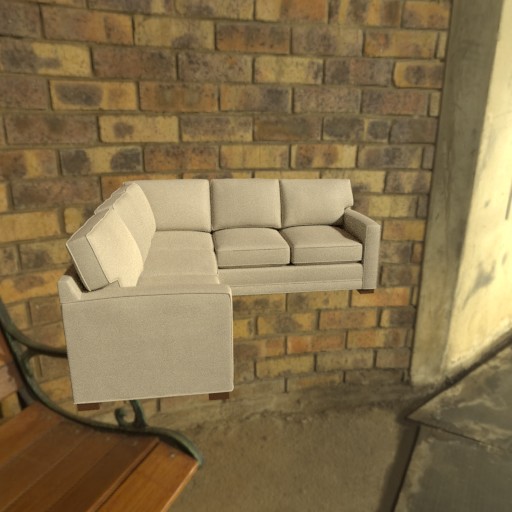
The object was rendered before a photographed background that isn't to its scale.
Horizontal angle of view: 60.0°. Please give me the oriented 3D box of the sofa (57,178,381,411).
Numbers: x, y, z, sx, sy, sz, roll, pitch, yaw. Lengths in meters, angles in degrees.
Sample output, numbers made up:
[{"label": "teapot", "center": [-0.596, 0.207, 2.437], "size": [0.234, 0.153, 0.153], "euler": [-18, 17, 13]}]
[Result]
[{"label": "sofa", "center": [0.000, 0.000, 3.297], "size": [2.189, 0.939, 2.182], "euler": [-2, 17, -8]}]
